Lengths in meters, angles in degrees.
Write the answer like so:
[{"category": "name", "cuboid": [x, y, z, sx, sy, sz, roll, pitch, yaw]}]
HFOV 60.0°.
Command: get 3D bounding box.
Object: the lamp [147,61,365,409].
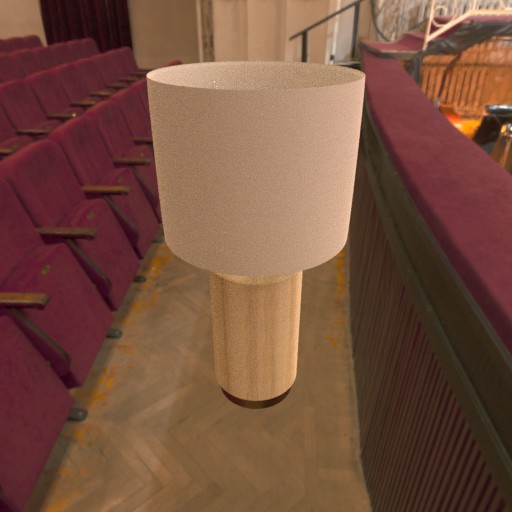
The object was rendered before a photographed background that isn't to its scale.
[{"category": "lamp", "cuboid": [0.000, 0.000, 0.576, 0.228, 0.444, 0.228, 1, 29, 1]}]
